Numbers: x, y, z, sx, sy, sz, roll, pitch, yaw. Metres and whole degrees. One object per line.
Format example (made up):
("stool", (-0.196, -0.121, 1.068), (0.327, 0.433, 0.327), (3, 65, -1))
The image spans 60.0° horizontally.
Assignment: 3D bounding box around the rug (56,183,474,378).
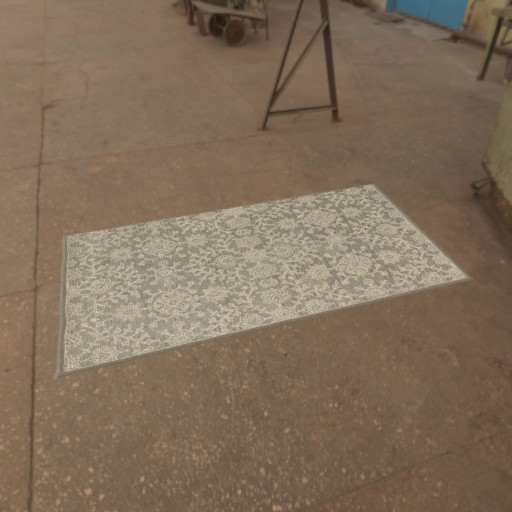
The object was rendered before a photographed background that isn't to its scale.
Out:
("rug", (0.000, 0.000, 3.646), (3.048, 0.011, 1.546), (-11, 40, -13))
